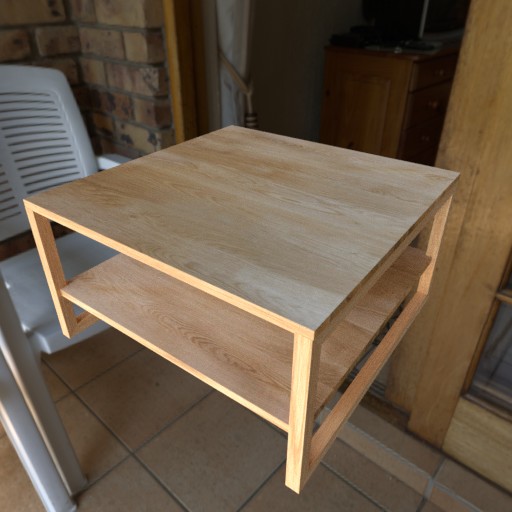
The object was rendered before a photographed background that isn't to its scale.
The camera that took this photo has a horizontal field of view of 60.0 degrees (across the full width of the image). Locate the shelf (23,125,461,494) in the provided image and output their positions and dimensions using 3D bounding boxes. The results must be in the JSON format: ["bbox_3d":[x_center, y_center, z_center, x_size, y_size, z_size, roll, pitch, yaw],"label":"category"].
[{"bbox_3d":[0.000,0.000,1.401,0.899,0.480,0.899,21,37,30],"label":"shelf"}]
